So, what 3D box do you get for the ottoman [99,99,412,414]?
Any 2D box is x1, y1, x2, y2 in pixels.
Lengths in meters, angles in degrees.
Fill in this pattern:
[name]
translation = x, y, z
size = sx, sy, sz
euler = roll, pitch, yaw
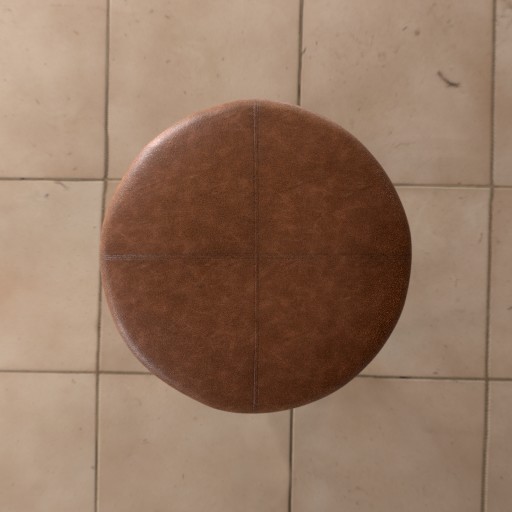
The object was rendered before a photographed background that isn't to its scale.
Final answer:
[ottoman]
translation = 0.000, 0.000, 1.565
size = 1.006, 0.445, 1.006
euler = 0, 90, 0
